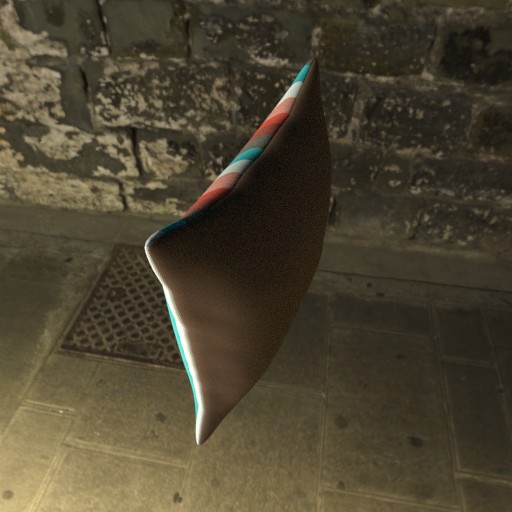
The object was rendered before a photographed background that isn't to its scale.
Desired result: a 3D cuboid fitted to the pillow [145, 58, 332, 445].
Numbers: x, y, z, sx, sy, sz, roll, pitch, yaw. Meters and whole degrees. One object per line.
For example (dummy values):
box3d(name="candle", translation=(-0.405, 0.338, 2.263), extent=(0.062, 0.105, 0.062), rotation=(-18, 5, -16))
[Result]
box3d(name="pillow", translation=(0.000, 0.000, 0.685), extent=(0.168, 0.443, 0.453), rotation=(18, 48, 17))
